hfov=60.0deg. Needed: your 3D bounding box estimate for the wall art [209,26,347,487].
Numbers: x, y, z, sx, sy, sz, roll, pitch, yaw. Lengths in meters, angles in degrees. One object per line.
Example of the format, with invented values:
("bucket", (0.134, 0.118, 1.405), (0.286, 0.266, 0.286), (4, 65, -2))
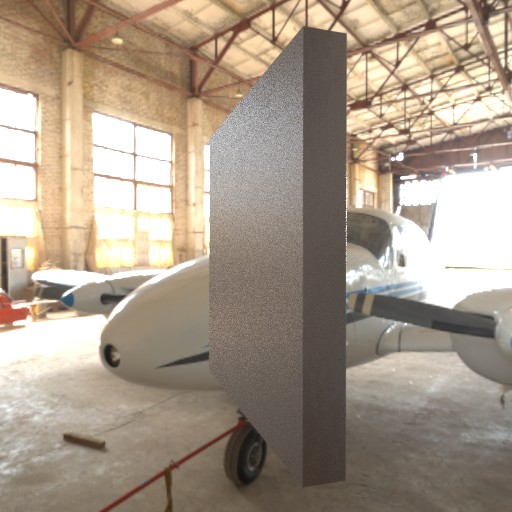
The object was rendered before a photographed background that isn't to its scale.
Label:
("wall art", (0.000, 0.000, 0.508), (0.038, 0.350, 0.350), (0, 0, -18))
